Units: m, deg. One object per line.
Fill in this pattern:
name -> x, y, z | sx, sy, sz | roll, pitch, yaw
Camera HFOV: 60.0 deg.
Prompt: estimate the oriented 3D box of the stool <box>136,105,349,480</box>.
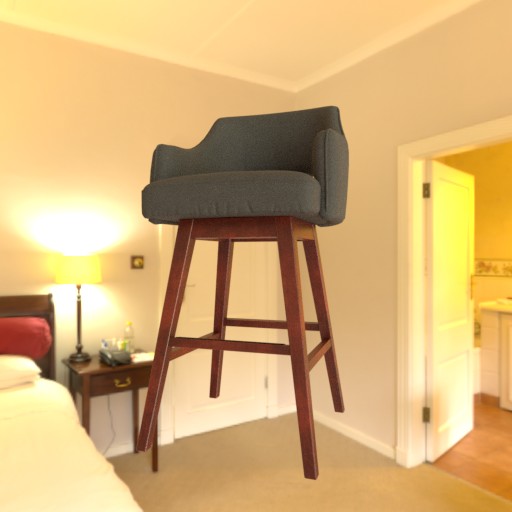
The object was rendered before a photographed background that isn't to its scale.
stool -> 0.000, 0.000, 1.333 | 0.548, 1.012, 0.558 | 0, 0, 19
